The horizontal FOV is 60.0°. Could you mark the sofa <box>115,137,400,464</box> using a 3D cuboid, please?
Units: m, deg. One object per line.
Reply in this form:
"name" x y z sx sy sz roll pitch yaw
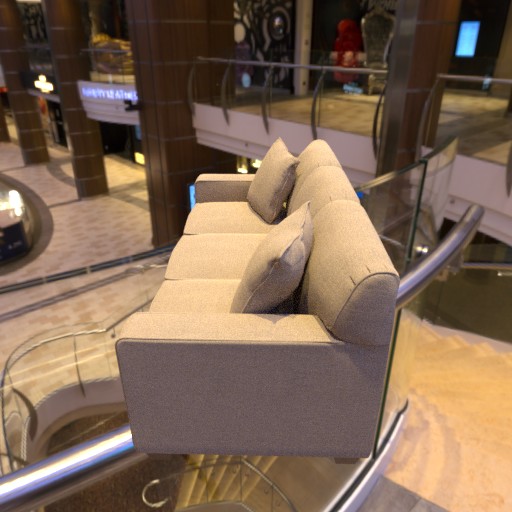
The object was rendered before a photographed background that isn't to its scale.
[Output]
"sofa" 0.000 0.000 2.472 0.997 0.958 2.024 1 27 1
